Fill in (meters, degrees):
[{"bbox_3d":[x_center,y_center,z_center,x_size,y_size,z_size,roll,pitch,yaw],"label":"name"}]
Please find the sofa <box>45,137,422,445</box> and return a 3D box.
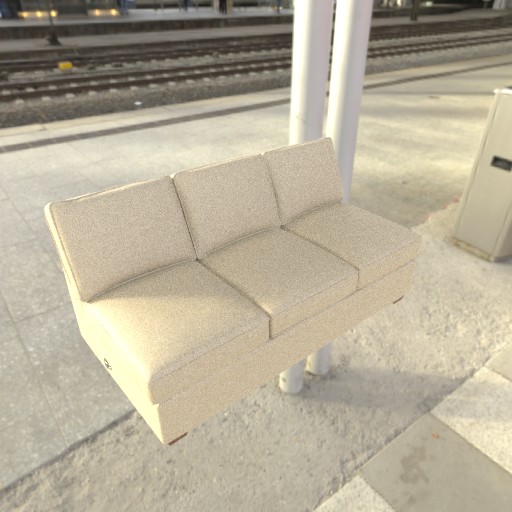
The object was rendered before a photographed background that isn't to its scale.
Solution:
[{"bbox_3d":[0.000,0.000,2.602,1.962,0.973,1.027,-23,38,-33],"label":"sofa"}]
